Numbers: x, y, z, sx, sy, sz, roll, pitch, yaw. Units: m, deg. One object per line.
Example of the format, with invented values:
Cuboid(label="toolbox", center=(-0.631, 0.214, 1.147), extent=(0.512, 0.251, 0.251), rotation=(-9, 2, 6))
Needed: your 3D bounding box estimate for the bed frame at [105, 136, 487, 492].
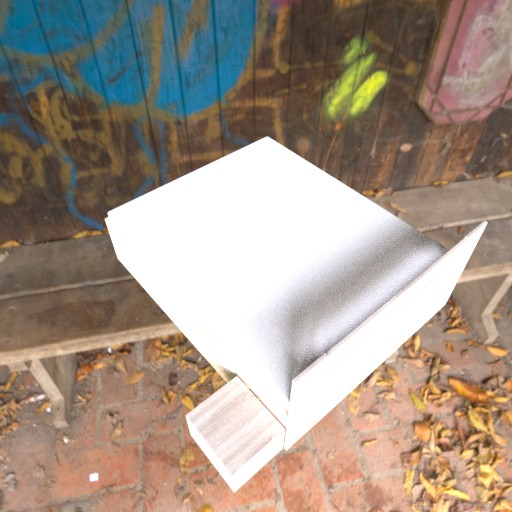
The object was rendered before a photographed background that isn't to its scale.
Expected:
Cuboid(label="bed frame", center=(0.000, 0.000, 3.149), extent=(2.040, 0.860, 2.050), rotation=(-32, 55, -26))
